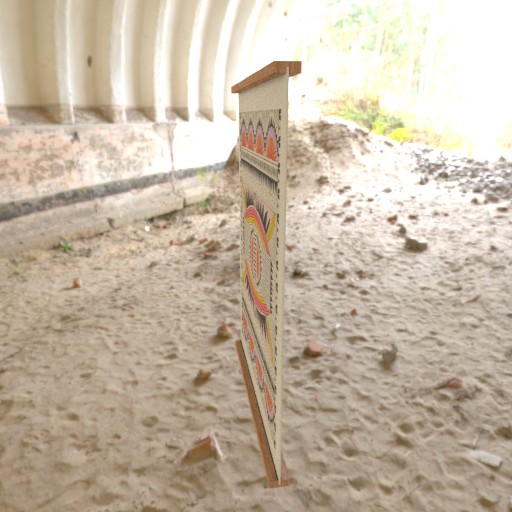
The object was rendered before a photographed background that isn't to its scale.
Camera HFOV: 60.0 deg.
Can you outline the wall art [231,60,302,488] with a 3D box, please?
[{"bbox_3d":[0.000,0.000,0.705,0.028,0.527,0.403,-3,18,-9],"label":"wall art"}]
